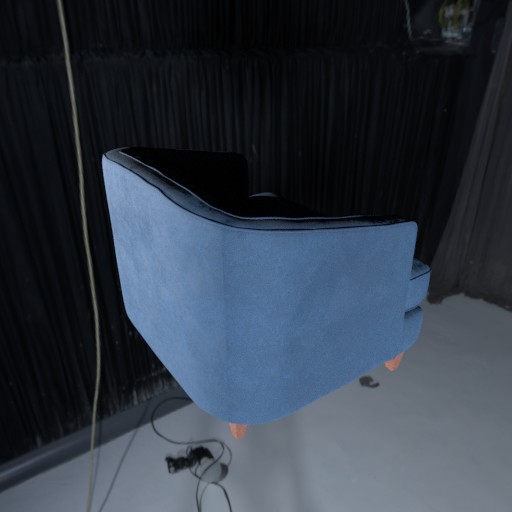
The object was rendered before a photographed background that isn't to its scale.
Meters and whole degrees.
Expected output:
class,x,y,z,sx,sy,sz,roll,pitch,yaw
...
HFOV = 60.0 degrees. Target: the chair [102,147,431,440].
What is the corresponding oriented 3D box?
class,x,y,z,sx,sy,sz,roll,pitch,yaw
chair,0.000,0.000,1.796,0.940,0.852,1.094,-18,33,-31
